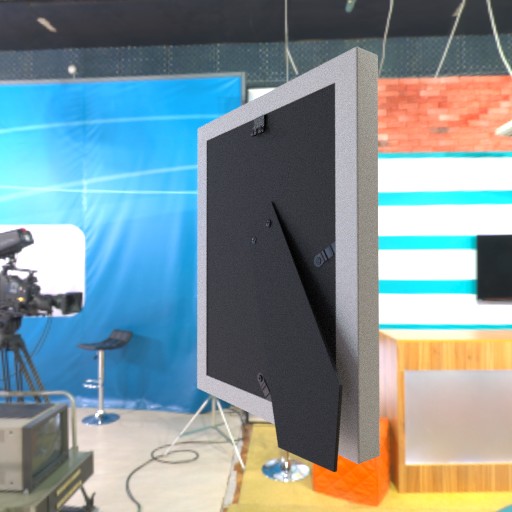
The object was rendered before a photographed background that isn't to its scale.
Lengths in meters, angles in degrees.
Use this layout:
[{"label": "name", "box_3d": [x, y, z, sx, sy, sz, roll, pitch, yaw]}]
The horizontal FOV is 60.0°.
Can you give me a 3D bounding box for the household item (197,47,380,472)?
[{"label": "household item", "box_3d": [0.000, 0.000, 0.344, 0.045, 0.250, 0.200, 1, -1, -36]}]
